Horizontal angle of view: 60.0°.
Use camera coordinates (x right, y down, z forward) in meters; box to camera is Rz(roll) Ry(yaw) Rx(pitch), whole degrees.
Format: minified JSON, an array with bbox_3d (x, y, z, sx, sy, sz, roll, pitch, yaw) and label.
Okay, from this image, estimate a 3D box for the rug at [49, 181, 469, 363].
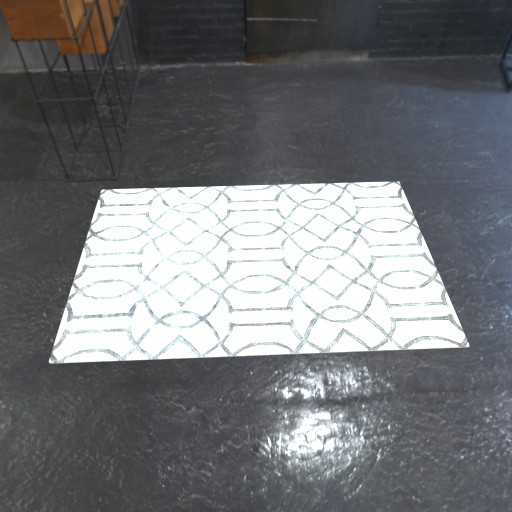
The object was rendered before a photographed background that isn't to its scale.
[{"bbox_3d":[0.000,0.000,3.000,2.365,0.017,1.521,-2,47,-2],"label":"rug"}]
